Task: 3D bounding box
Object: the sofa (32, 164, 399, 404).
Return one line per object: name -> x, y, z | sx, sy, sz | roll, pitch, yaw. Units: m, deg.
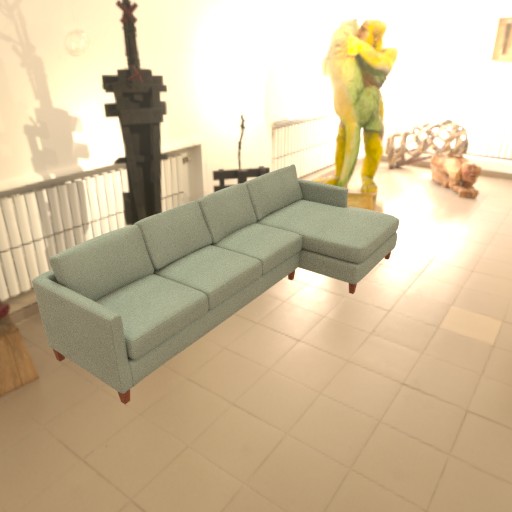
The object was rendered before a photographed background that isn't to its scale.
sofa -> 0.000, 0.000, 4.179 | 1.604, 0.950, 3.471 | 17, 30, 32
